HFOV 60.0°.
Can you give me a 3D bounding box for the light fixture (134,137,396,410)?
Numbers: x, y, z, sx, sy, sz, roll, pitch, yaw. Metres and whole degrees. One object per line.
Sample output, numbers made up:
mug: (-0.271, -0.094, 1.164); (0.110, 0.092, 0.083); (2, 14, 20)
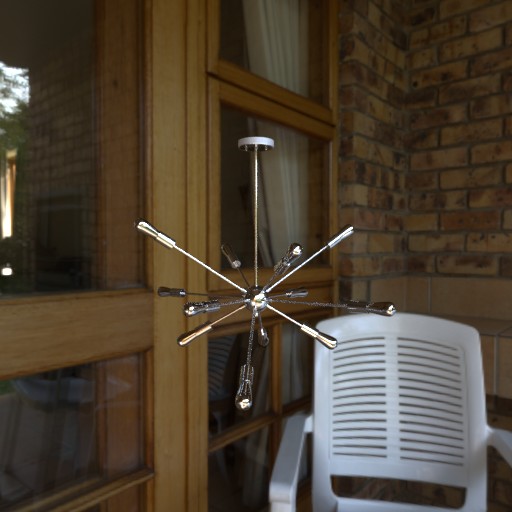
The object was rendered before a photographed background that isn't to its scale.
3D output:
light fixture: (0.000, 0.000, 1.084); (0.684, 0.558, 0.509); (1, 1, 35)
